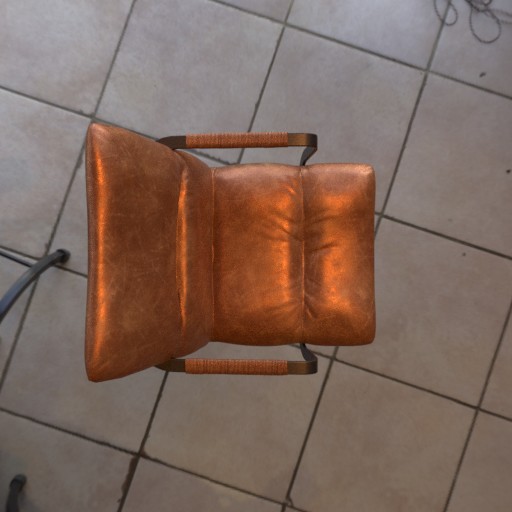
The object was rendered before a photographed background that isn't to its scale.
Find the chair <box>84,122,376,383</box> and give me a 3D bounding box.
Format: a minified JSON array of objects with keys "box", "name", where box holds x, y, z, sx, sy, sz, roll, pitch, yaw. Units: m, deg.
[{"box":[0.000,0.000,1.404,0.754,0.922,0.727,0,90,0],"name":"chair"}]
